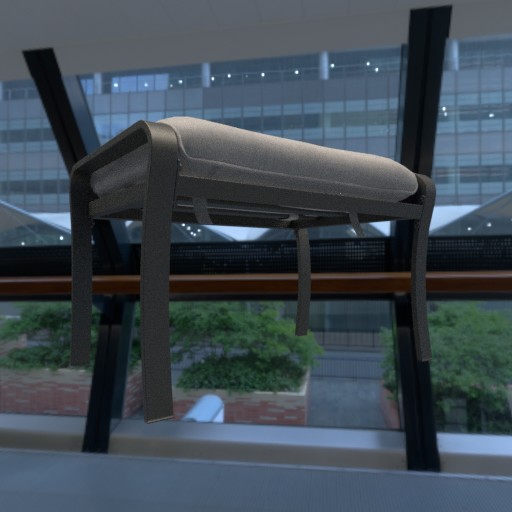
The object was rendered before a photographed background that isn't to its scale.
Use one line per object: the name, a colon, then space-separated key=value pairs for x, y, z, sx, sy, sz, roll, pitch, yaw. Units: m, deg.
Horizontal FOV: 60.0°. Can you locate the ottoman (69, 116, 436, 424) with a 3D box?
ottoman: x=0.000 y=0.000 z=0.880 sx=0.610 sy=0.422 sz=0.406 roll=1 pitch=-1 yaw=-36
